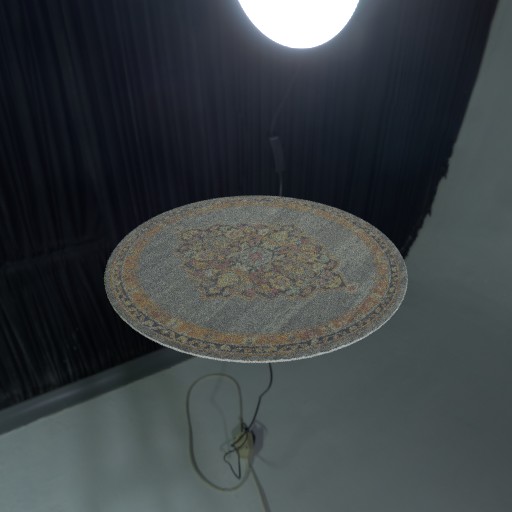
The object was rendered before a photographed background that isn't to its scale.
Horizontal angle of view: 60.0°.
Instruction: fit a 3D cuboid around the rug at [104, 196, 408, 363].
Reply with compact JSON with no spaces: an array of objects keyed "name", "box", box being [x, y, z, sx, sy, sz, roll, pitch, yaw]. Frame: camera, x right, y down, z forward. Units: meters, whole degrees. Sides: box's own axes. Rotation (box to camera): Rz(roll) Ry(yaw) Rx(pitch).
[{"name":"rug","box":[0.000,0.000,2.433,1.598,0.010,1.598,0,32,0]}]
